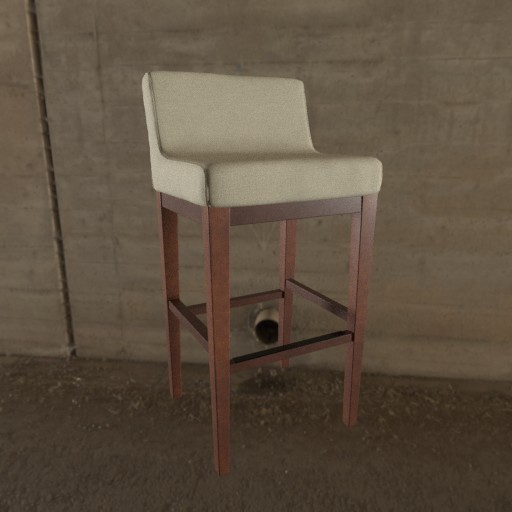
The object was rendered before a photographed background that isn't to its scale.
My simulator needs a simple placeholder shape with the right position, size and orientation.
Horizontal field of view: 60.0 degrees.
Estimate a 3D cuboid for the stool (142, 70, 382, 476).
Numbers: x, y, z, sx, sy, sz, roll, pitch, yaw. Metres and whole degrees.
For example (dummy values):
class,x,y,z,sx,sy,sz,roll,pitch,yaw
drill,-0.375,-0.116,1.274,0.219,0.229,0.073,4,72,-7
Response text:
class,x,y,z,sx,sy,sz,roll,pitch,yaw
stool,0.000,0.000,1.313,0.511,1.037,0.500,-8,18,-27
